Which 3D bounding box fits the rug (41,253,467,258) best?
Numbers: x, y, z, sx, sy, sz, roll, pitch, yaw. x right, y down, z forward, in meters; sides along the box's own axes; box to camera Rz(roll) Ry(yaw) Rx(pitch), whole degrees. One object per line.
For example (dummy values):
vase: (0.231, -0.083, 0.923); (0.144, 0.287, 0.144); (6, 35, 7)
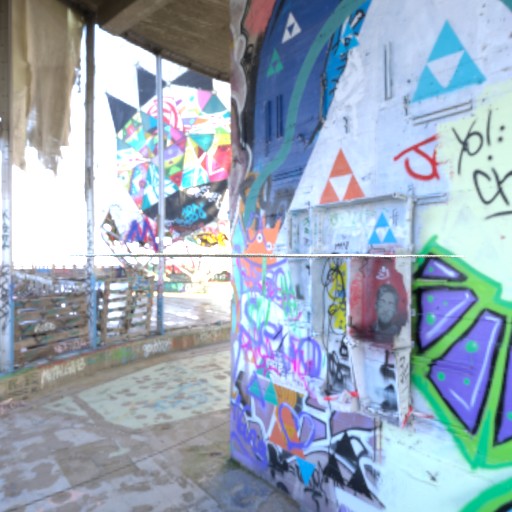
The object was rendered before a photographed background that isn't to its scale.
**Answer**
rug: (0.000, 0.000, 2.708); (2.133, 0.013, 1.522); (0, -1, -37)
